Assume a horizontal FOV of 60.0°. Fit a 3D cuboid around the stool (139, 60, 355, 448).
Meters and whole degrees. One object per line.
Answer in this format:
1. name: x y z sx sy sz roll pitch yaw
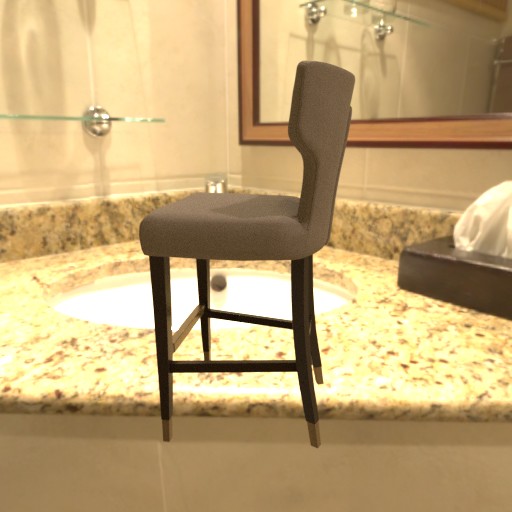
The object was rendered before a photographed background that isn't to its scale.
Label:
1. stool: 0.000 0.000 1.425 0.563 1.092 0.526 3 16 9
